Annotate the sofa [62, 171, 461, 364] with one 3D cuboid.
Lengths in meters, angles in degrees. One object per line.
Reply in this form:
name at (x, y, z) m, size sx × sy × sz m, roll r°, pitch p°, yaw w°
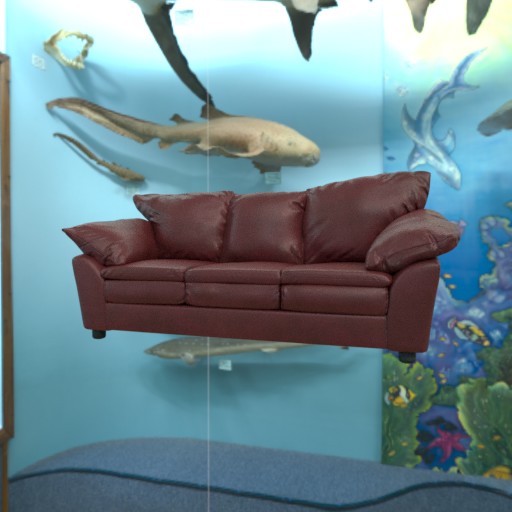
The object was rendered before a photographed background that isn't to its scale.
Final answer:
sofa at (0.000, 0.000, 2.912) m, size 2.390 × 1.091 × 0.907 m, roll 0°, pitch 1°, yaw 19°
